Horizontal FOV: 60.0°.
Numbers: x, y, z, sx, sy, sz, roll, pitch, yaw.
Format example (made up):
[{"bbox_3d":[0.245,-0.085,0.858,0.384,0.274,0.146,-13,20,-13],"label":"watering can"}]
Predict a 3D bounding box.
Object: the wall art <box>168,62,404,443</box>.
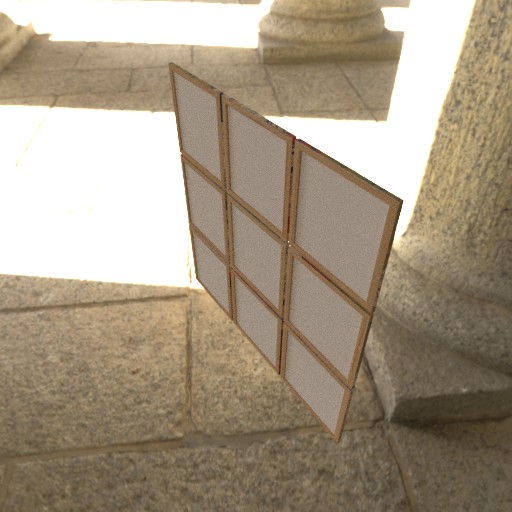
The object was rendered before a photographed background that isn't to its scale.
[{"bbox_3d":[0.000,0.000,1.369,0.013,0.913,0.904,-25,47,-26],"label":"wall art"}]
